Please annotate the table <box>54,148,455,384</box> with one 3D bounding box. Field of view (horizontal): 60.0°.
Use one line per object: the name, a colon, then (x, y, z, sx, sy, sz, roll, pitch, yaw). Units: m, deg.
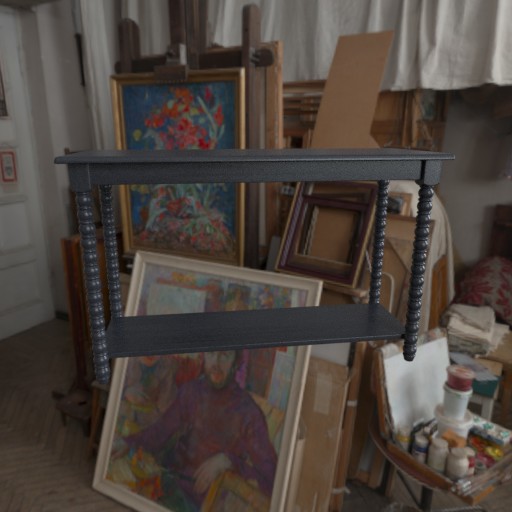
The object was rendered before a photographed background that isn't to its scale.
table: (0.000, 0.000, 1.602, 1.184, 0.735, 0.459, -2, 16, -8)
